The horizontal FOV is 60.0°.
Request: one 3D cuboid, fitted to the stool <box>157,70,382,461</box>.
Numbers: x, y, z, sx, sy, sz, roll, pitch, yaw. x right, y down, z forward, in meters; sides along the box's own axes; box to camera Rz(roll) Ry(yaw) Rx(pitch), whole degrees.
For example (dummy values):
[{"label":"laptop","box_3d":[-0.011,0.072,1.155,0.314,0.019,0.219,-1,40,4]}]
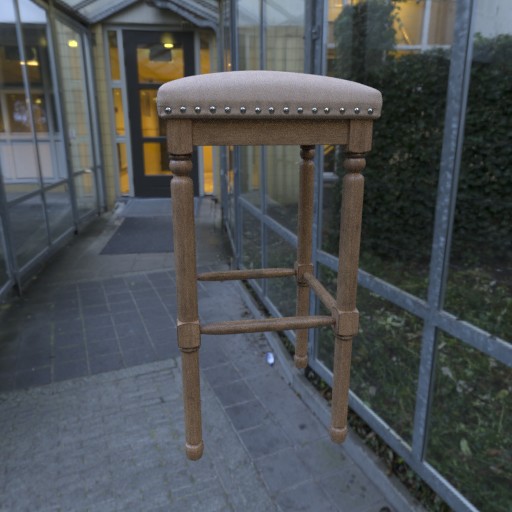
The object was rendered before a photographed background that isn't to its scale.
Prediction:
[{"label":"stool","box_3d":[0.000,0.000,0.998,0.383,0.768,0.382,-3,17,-9]}]
